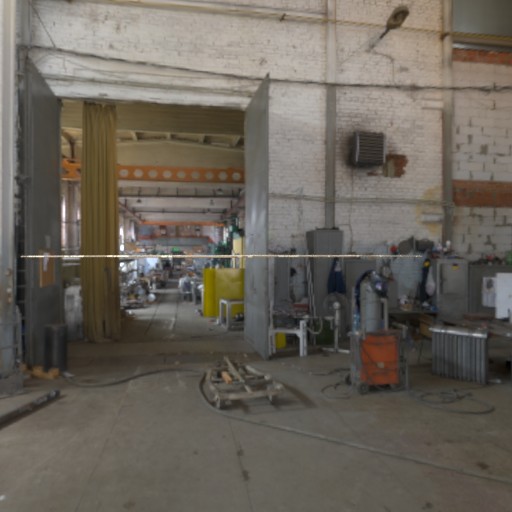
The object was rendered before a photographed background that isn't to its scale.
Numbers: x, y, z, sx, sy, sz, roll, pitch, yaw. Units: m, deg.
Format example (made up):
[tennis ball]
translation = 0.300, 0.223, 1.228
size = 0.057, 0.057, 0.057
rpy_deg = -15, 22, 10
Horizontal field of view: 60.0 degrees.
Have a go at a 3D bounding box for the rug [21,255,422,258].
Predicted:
[rug]
translation = 0.000, 0.000, 2.192
size = 1.142, 0.010, 1.748
rpy_deg = 0, 0, 36
